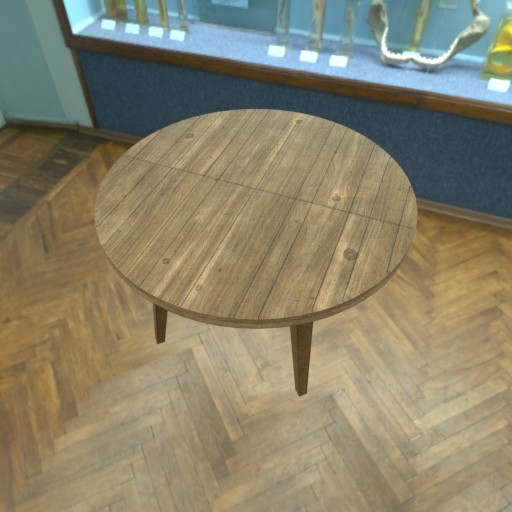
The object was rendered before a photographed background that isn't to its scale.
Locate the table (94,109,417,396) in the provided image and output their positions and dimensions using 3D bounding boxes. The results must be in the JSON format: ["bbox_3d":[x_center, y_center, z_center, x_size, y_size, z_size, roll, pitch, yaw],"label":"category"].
[{"bbox_3d":[0.000,0.000,1.995,1.213,0.764,1.213,0,47,0],"label":"table"}]
